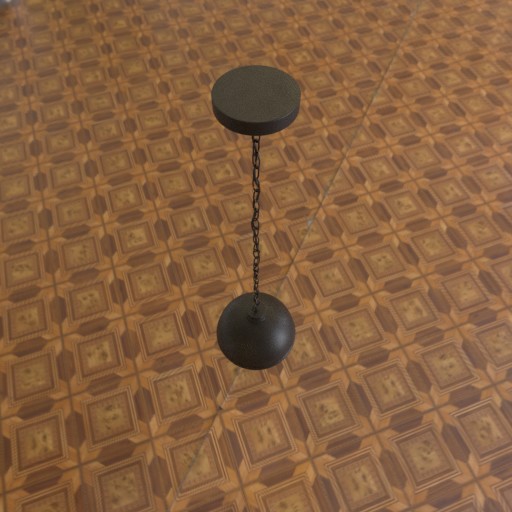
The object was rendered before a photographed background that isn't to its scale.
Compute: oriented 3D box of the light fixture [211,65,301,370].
[{"bbox_3d":[0.000,0.000,1.250,0.304,1.090,0.304,33,63,19],"label":"light fixture"}]
